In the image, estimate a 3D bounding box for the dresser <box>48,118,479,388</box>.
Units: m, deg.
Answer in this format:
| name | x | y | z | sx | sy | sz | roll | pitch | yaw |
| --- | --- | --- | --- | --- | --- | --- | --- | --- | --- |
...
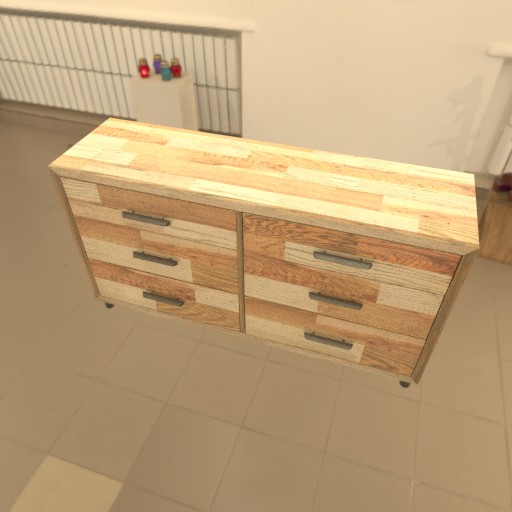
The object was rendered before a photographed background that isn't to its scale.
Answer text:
| name | x | y | z | sx | sy | sz | roll | pitch | yaw |
| --- | --- | --- | --- | --- | --- | --- | --- | --- | --- |
| dresser | 0.000 | 0.000 | 1.934 | 1.547 | 0.834 | 0.487 | 12 | 44 | 13 |
